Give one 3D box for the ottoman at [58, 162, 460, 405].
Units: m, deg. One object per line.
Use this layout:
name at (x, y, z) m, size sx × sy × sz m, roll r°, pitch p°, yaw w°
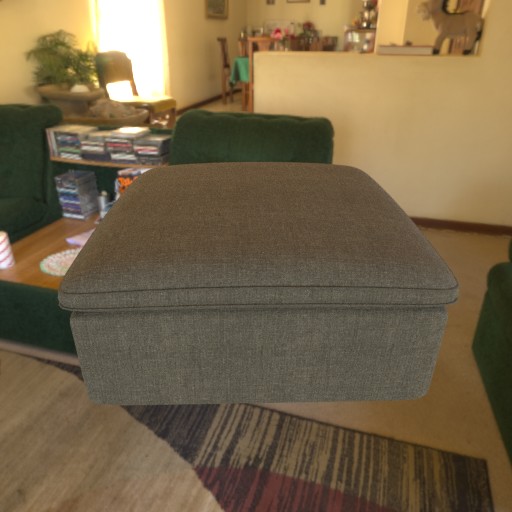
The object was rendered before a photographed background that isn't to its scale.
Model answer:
ottoman at (0.000, 0.000, 1.663) m, size 1.067 × 0.559 × 1.067 m, roll -1°, pitch 27°, yaw -1°
